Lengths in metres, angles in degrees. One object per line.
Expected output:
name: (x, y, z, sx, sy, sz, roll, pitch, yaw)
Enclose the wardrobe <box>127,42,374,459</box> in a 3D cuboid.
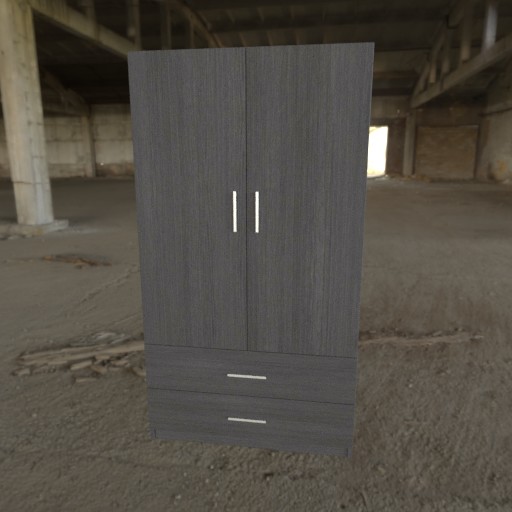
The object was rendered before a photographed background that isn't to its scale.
wardrobe: (0.000, 0.000, 2.204, 0.991, 1.808, 0.577, 2, 13, 9)
